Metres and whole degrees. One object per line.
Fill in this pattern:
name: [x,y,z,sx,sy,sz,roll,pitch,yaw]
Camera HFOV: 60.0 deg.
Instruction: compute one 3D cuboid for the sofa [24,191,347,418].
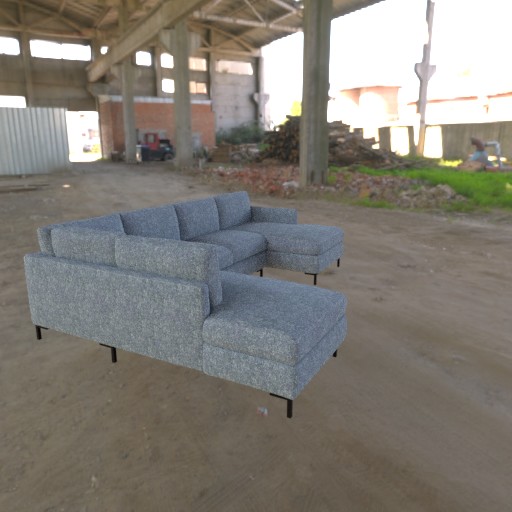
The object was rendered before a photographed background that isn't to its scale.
sofa: [0.000,0.000,3.516,1.879,0.756,2.737,7,16,27]
